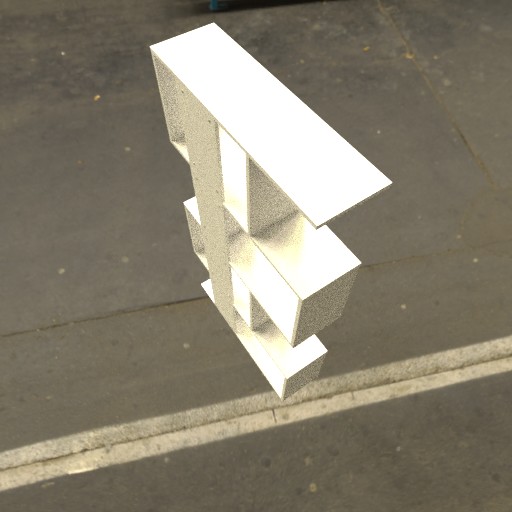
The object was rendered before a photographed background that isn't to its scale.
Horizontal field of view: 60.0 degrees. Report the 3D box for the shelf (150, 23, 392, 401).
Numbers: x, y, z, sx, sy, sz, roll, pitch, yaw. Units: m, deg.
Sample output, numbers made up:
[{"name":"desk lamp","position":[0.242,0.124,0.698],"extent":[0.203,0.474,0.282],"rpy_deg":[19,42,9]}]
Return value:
[{"name":"shelf","position":[0.000,0.000,2.006],"extent":[0.250,1.650,0.890],"rpy_deg":[-30,62,-18]}]
